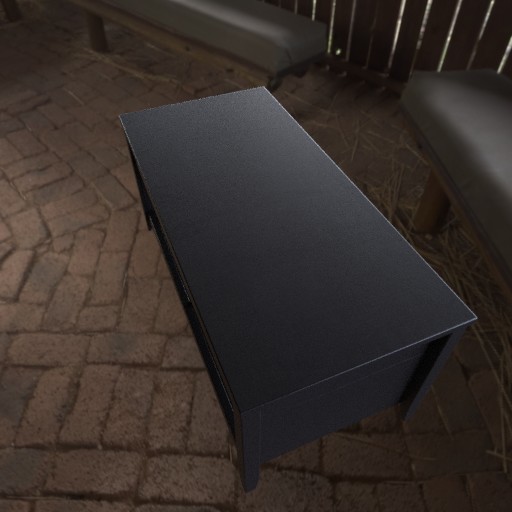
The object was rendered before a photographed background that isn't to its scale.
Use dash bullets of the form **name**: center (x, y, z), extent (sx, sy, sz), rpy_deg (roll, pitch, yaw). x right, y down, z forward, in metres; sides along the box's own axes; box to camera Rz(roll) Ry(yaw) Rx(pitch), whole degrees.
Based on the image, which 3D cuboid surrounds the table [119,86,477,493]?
- **table**: center (0.000, 0.000, 1.259), extent (0.483, 0.457, 1.016), rpy_deg (-17, 49, -15)
